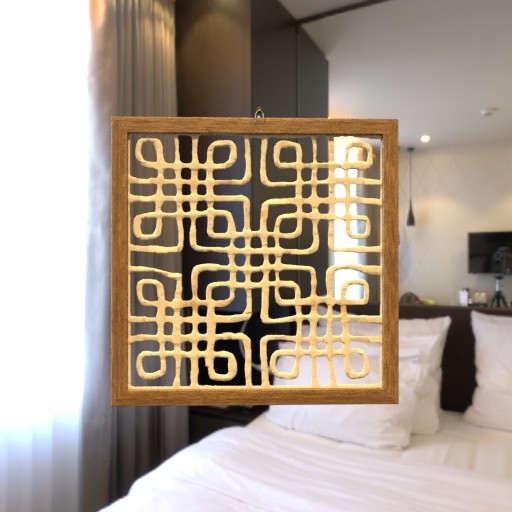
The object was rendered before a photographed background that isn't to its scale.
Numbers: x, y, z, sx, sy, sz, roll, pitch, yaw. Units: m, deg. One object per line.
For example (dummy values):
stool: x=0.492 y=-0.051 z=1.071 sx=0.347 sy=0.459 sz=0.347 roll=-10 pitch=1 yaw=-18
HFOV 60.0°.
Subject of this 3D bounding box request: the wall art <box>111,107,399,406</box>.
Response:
wall art: x=0.000 y=0.000 z=0.872 sx=0.561 sy=0.582 sz=0.021 roll=0 pitch=0 yaw=-1
